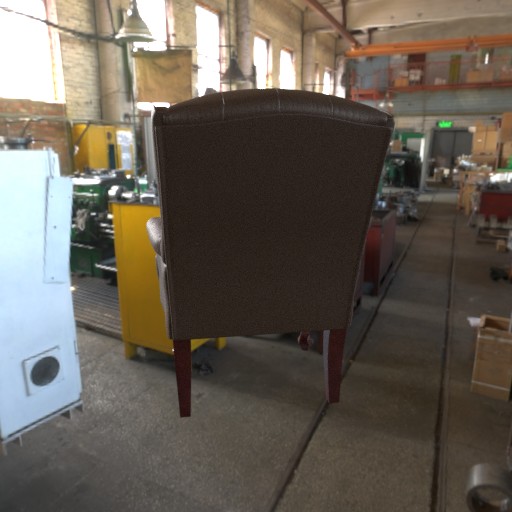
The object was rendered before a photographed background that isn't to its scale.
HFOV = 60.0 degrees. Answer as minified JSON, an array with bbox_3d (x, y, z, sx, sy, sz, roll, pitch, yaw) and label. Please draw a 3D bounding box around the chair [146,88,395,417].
[{"bbox_3d":[0.000,0.000,1.688,0.829,1.132,0.819,-2,15,-9],"label":"chair"}]
